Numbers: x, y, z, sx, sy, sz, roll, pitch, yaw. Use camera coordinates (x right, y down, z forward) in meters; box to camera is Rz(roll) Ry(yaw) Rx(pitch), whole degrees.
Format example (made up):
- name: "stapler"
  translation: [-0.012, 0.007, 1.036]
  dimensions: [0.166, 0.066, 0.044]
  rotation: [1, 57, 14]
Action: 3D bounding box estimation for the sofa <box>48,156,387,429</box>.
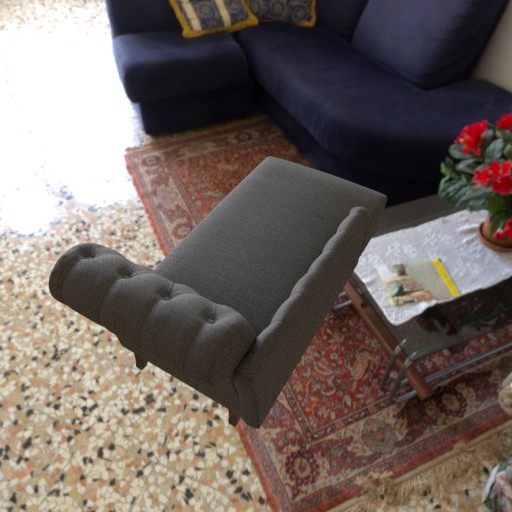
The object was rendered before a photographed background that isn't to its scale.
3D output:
- name: "sofa"
  translation: [0.000, 0.000, 1.830]
  dimensions: [0.675, 0.787, 1.379]
  rotation: [24, 51, 21]
